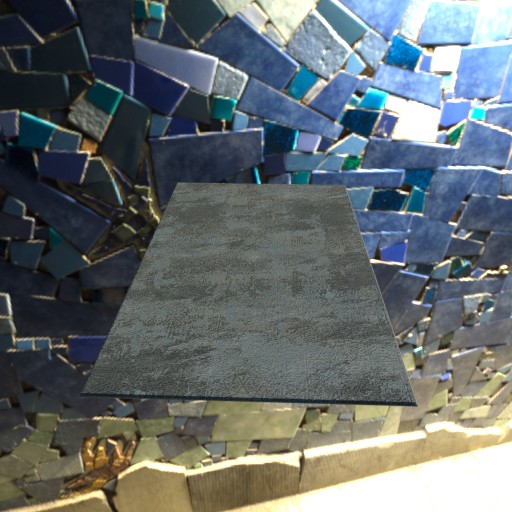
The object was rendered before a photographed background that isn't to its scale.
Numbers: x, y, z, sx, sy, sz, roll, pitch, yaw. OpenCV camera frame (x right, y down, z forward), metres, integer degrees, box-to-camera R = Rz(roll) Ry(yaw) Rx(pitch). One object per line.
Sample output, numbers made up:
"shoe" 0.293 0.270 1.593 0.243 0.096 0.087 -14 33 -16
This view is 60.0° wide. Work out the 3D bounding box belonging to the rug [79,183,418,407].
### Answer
"rug" 0.000 0.000 3.027 1.536 0.012 2.431 1 33 2
